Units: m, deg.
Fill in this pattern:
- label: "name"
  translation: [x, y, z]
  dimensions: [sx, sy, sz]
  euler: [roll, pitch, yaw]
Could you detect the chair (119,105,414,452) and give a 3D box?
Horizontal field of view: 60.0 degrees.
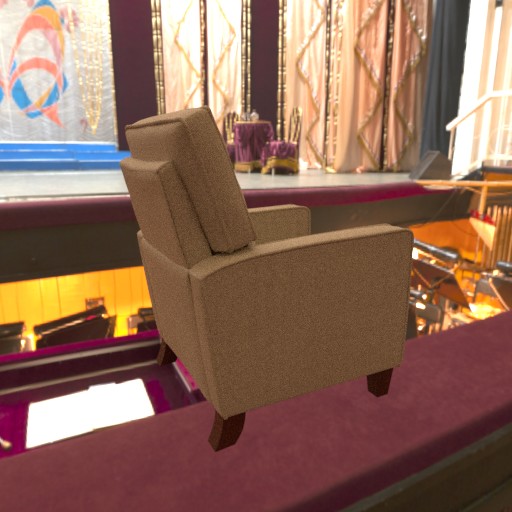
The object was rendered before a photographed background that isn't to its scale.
- label: "chair"
  translation: [0.000, 0.000, 1.454]
  dimensions: [0.754, 0.888, 0.648]
  euler: [-7, 16, -27]
